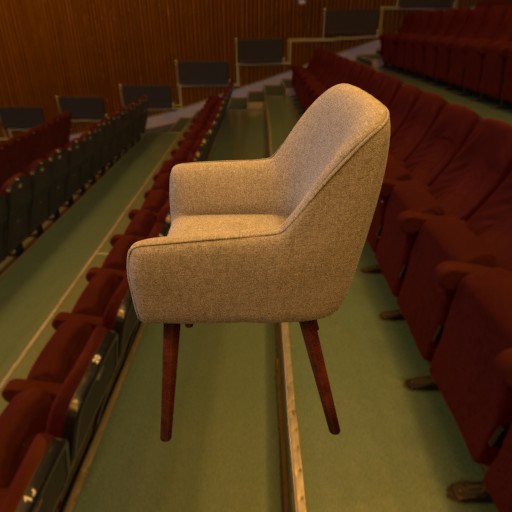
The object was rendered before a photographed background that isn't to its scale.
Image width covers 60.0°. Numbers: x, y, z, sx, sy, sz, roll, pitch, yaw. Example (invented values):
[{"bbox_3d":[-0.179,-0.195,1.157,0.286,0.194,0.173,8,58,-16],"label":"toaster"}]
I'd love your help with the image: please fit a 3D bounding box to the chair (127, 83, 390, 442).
[{"bbox_3d":[0.000,0.000,1.152,0.519,0.803,0.543,0,28,0],"label":"chair"}]
